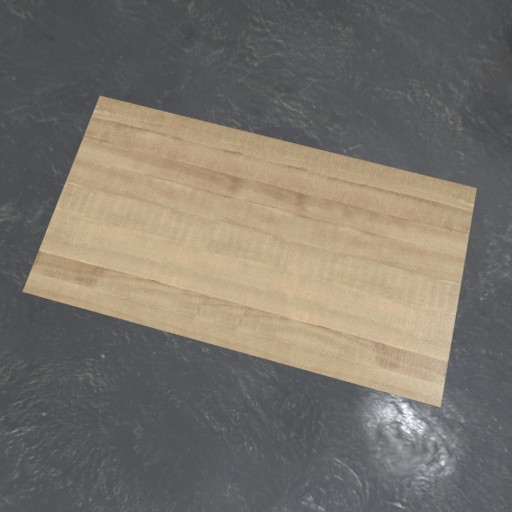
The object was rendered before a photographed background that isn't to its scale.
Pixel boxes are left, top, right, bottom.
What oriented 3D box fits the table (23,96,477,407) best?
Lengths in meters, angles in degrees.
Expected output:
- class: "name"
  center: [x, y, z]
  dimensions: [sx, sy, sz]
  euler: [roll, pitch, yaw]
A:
- class: "table"
  center: [0.000, 0.000, 1.337]
  dimensions: [1.062, 0.393, 0.574]
  euler: [15, 77, 3]
